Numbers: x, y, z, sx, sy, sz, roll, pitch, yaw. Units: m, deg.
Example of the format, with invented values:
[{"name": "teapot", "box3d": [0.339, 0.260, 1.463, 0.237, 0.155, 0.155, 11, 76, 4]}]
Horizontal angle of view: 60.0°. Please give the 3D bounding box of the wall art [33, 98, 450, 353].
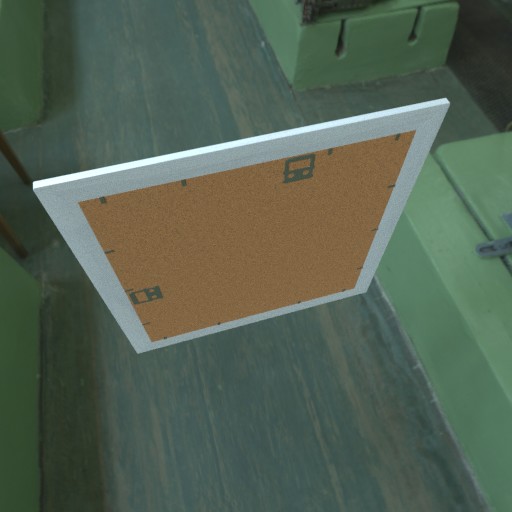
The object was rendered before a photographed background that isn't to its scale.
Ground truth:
[{"name": "wall art", "box3d": [0.000, 0.000, 0.846, 0.584, 0.584, 0.013, -14, 58, -9]}]
